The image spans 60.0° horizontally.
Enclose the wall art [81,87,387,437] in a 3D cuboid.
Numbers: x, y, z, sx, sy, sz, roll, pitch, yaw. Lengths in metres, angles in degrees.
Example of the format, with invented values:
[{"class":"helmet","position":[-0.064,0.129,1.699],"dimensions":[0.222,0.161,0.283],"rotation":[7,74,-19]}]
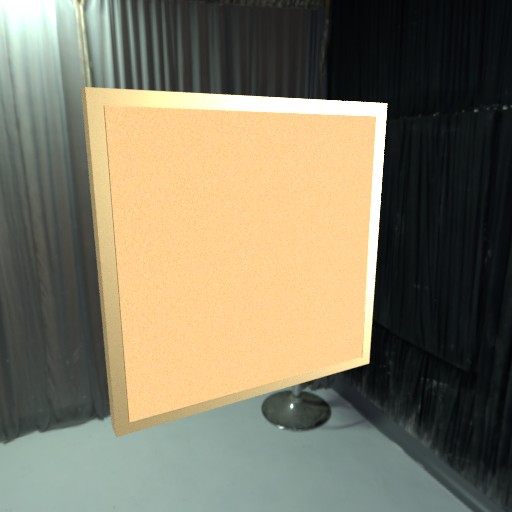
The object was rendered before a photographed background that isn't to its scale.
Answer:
[{"class":"wall art","position":[0.000,0.000,1.903],"dimensions":[1.284,1.284,0.095],"rotation":[-7,16,-27]}]
